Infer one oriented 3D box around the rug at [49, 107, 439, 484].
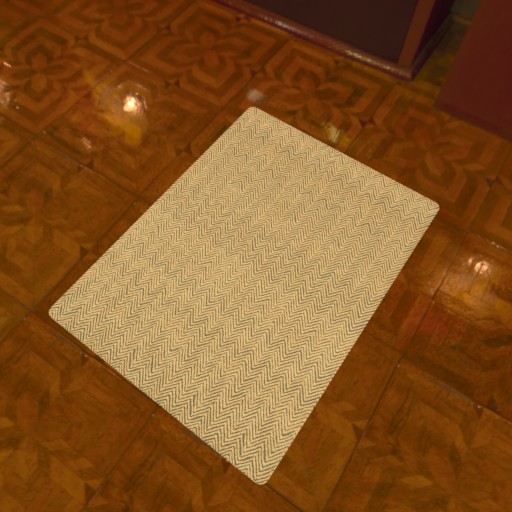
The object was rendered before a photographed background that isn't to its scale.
[{"bbox_3d":[0.000,0.000,4.331,2.439,0.014,3.207,33,67,16],"label":"rug"}]
